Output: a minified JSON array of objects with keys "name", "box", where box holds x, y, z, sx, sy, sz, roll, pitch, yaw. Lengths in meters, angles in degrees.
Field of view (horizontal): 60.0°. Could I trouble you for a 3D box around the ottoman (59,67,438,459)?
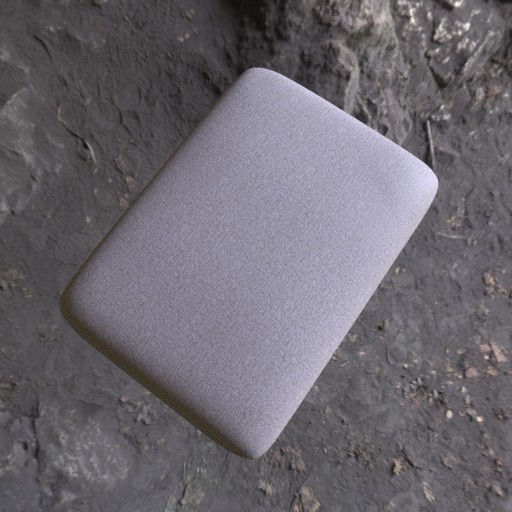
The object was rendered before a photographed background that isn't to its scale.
[{"name":"ottoman","box":[0.000,0.000,1.095,0.568,0.420,0.772,35,79,8]}]
